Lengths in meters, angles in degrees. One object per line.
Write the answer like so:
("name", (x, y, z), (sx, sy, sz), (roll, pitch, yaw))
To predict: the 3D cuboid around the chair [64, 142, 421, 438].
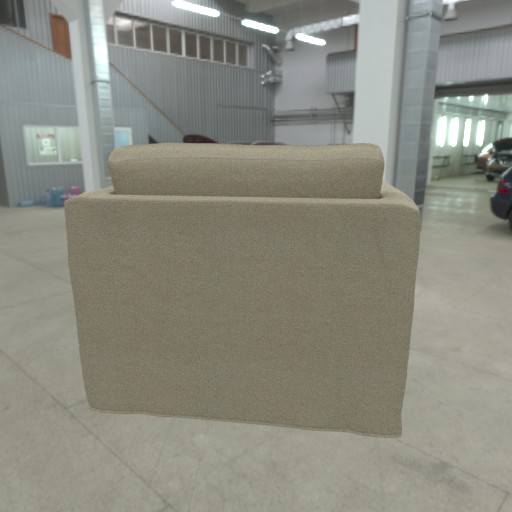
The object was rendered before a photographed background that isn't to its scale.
("chair", (0.000, 0.000, 1.737), (1.057, 0.863, 0.949), (2, 15, 8))
